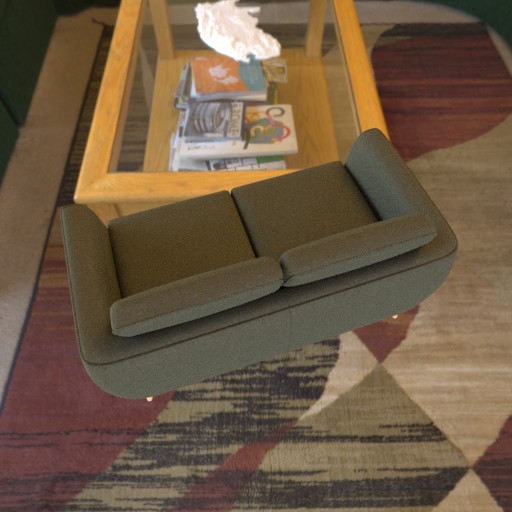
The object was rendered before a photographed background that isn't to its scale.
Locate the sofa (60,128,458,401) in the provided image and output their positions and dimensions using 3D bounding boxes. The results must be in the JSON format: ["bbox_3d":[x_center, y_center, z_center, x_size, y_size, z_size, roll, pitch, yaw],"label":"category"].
[{"bbox_3d":[0.000,0.000,2.185,1.700,0.850,0.920,-16,60,-10],"label":"sofa"}]
